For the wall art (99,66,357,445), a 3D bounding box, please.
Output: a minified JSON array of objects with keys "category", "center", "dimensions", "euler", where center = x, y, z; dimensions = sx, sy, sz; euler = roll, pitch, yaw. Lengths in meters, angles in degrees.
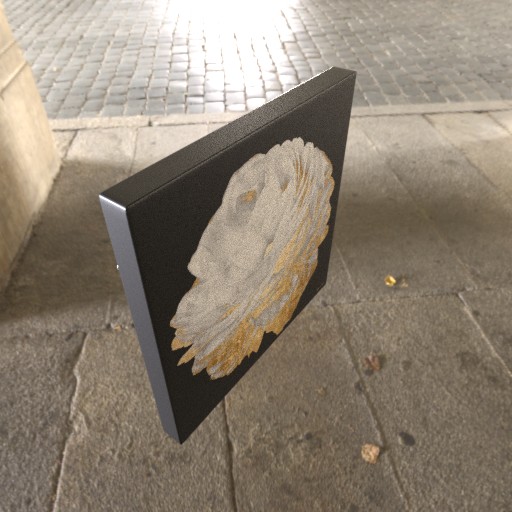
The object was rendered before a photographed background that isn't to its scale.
[{"category":"wall art","center":[0.000,0.000,0.622],"dimensions":[0.041,0.407,0.406],"euler":[26,47,27]}]
